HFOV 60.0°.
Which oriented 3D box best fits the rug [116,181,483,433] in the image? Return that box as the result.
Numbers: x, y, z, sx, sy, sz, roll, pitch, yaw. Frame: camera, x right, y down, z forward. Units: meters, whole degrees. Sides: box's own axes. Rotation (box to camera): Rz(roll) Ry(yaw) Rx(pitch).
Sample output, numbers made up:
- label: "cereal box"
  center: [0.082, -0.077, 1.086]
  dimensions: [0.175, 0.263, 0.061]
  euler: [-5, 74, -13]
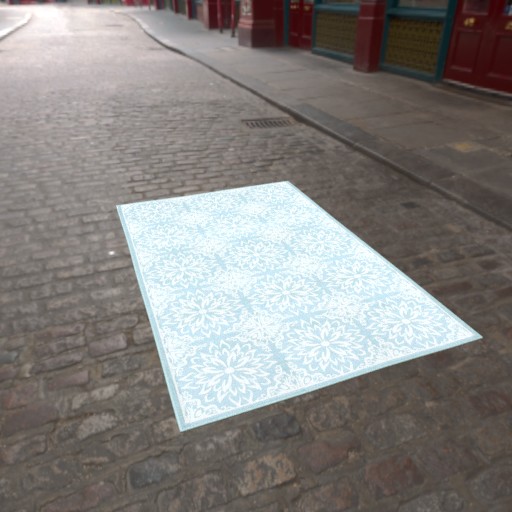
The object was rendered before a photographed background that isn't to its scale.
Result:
- label: "rug"
  center: [0.000, 0.000, 2.302]
  dimensions: [1.219, 0.012, 1.840]
  euler: [-11, 32, -18]
